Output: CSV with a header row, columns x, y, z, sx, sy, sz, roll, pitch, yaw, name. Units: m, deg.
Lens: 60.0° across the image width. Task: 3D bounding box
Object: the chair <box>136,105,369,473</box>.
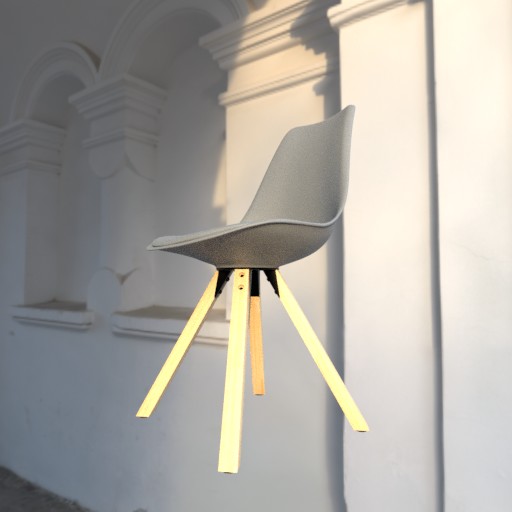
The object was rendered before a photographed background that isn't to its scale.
x,y,z,sx,sy,sz,roll,pitch,yaw,name
0.000,0.000,1.161,0.549,0.850,0.485,2,-4,-36,chair
